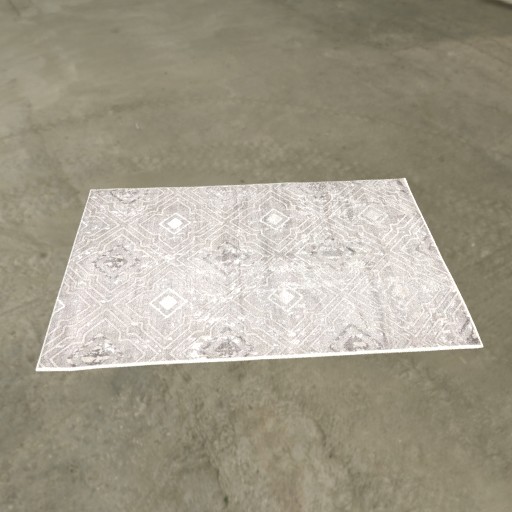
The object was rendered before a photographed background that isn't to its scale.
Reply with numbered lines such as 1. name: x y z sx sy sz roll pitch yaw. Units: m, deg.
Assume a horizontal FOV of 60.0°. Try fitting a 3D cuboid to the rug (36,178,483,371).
1. rug: 0.000 0.000 2.922 2.447 0.036 1.537 -2 47 -2
